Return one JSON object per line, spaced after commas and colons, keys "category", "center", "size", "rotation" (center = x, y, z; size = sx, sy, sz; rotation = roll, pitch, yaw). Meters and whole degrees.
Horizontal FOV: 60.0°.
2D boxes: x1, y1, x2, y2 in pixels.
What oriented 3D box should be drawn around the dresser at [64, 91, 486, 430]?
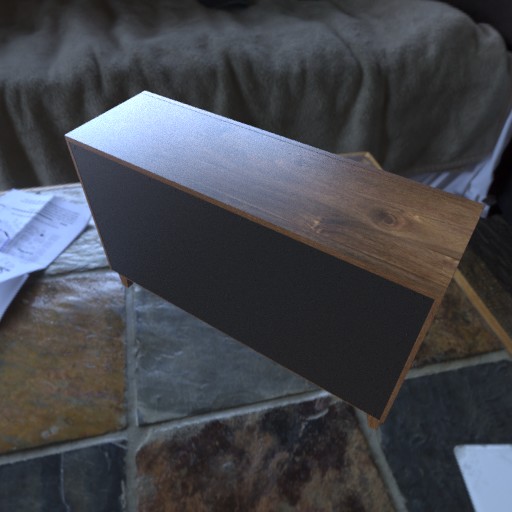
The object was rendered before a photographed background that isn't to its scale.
{"category": "dresser", "center": [0.000, 0.000, 1.807], "size": [1.400, 0.873, 0.446], "rotation": [25, 51, 22]}
